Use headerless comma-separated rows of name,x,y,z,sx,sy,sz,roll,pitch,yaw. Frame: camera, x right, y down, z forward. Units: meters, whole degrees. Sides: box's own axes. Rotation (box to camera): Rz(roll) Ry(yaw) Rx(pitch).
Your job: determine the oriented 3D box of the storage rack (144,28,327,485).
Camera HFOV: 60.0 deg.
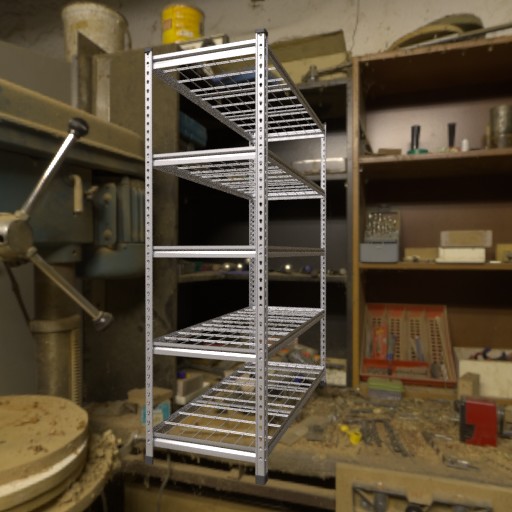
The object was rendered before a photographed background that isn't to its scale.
storage rack,0.000,0.000,2.738,0.610,1.981,1.524,0,1,19
